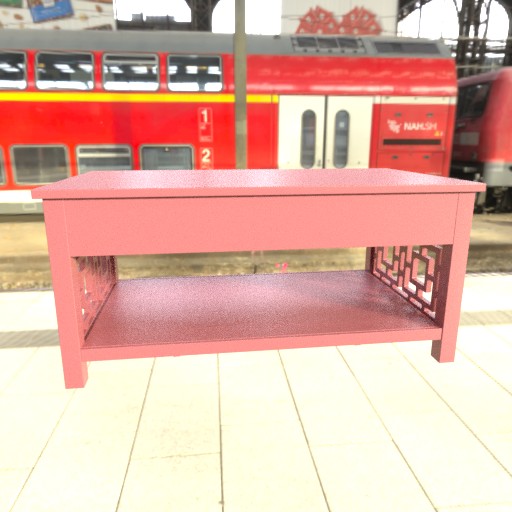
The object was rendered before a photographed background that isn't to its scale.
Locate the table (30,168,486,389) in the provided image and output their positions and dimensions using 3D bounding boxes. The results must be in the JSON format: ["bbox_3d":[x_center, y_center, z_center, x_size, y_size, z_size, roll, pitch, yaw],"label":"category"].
[{"bbox_3d":[0.000,0.000,1.384,1.068,0.493,0.612,-2,15,-7],"label":"table"}]
